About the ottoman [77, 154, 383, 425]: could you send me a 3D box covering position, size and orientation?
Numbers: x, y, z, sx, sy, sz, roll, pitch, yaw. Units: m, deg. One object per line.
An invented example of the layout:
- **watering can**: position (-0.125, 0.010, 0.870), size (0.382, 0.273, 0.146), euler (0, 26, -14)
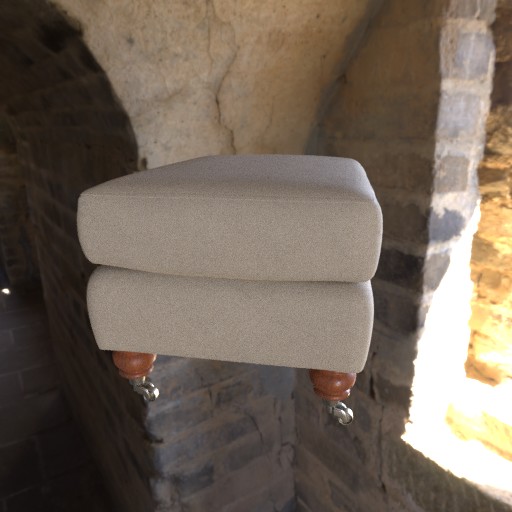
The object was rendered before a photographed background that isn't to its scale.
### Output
- **ottoman**: position (0.000, 0.000, 1.170), size (0.569, 0.504, 0.773), euler (3, 17, 10)
